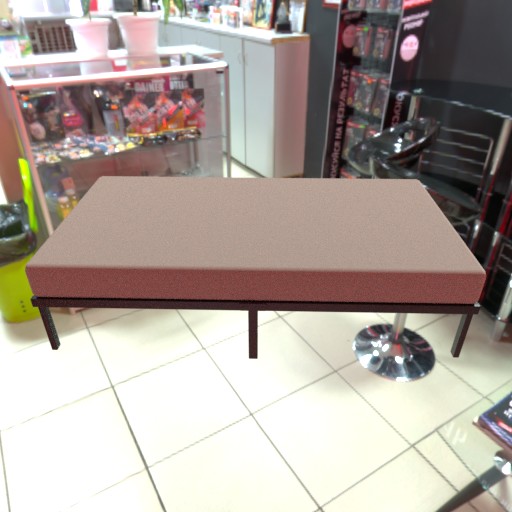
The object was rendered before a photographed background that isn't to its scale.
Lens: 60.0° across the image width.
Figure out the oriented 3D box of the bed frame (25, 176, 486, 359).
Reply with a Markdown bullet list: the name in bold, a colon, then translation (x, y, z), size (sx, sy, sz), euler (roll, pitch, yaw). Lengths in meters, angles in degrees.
- **bed frame**: translation (0.000, 0.000, 3.222), size (2.635, 0.680, 1.393), euler (1, 32, 1)
